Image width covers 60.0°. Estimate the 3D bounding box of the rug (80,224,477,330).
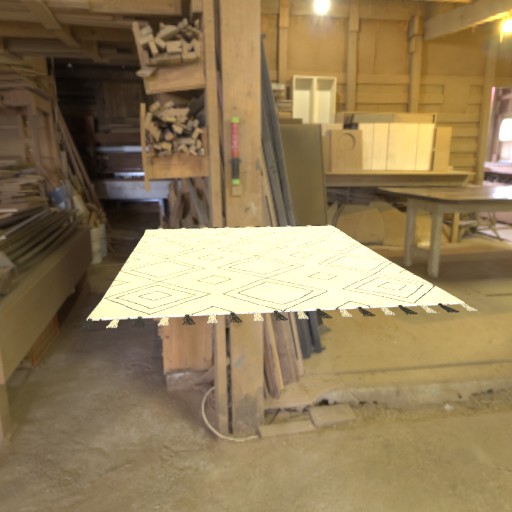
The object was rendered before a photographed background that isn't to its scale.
[{"bbox_3d":[0.000,0.000,4.112,2.342,0.026,3.221,-2,14,-7],"label":"rug"}]
